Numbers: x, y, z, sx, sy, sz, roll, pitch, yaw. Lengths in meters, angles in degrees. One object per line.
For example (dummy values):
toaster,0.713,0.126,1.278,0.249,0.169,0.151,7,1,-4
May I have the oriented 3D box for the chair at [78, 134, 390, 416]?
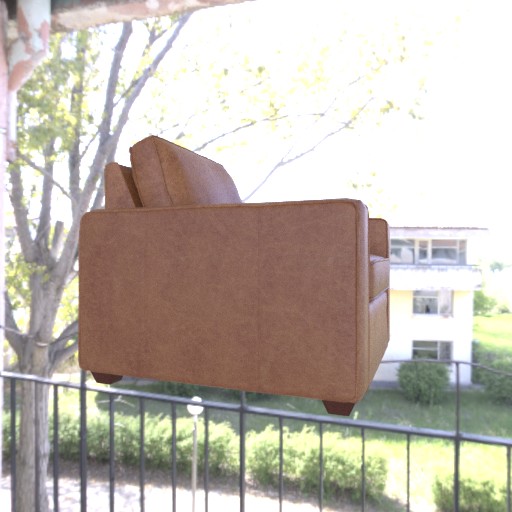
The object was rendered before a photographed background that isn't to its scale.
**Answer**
chair,0.000,0.000,1.799,1.027,0.901,0.987,0,0,18
